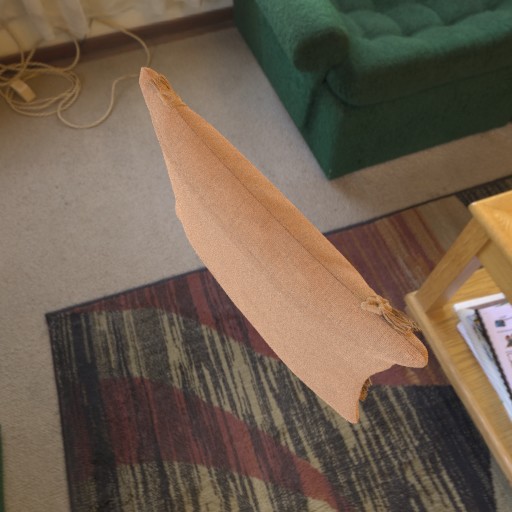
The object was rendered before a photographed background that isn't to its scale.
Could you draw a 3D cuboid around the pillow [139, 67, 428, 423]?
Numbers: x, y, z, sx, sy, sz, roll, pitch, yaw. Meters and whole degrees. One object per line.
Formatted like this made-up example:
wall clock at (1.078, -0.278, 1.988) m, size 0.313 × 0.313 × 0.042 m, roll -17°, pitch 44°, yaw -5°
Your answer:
pillow at (0.000, 0.000, 0.581) m, size 0.084 × 0.305 × 0.466 m, roll -33°, pitch 65°, yaw -18°
